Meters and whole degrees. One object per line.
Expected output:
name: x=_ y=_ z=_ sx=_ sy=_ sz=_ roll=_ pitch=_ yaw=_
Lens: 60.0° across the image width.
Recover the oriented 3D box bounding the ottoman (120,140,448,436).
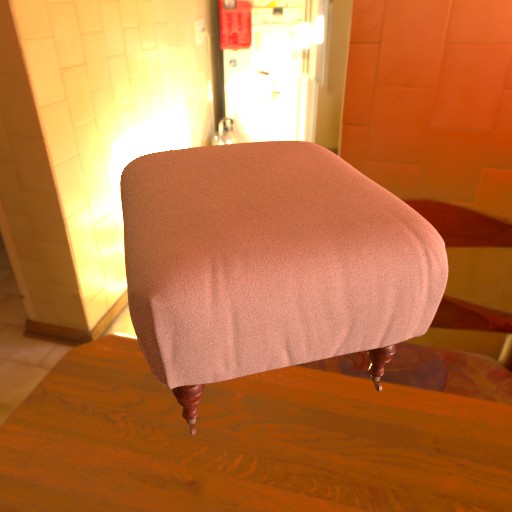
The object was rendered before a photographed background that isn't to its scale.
ottoman: x=0.000 y=0.000 z=1.126 sx=0.622 sy=0.450 sz=0.746 roll=-8 pitch=31 yaw=-14
